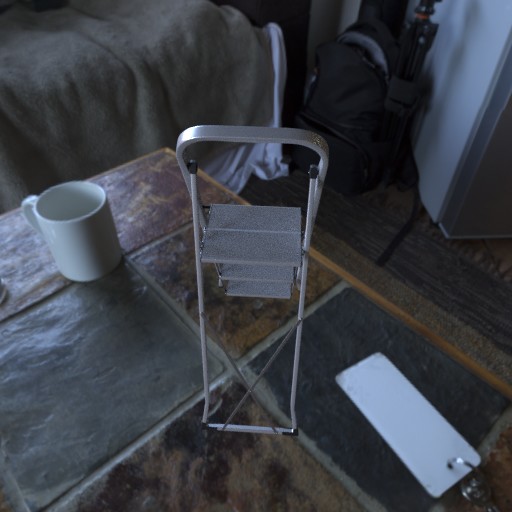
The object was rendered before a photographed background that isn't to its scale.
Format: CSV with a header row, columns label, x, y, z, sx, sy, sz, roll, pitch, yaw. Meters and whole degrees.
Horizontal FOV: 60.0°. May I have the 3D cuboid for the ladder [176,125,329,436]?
label,x,y,z,sx,sy,sz,roll,pitch,yaw
ladder,0.000,0.000,1.689,0.465,1.290,0.830,3,46,3
